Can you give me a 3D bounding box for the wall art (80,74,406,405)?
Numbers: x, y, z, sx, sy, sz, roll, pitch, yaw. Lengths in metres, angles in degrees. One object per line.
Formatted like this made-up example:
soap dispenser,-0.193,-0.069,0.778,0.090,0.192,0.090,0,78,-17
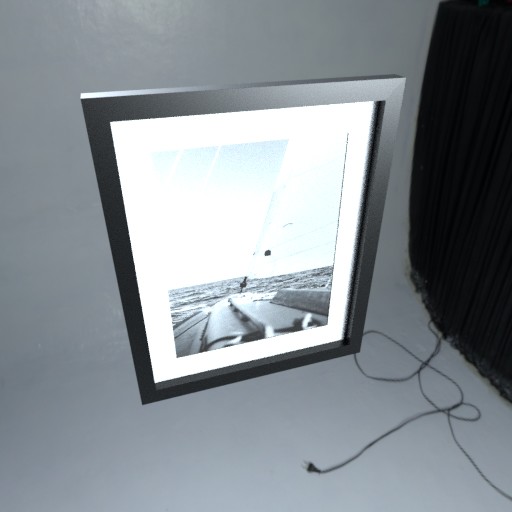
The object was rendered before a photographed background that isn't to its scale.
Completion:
wall art,0.000,0.000,0.762,0.461,0.558,0.031,-10,33,-15
